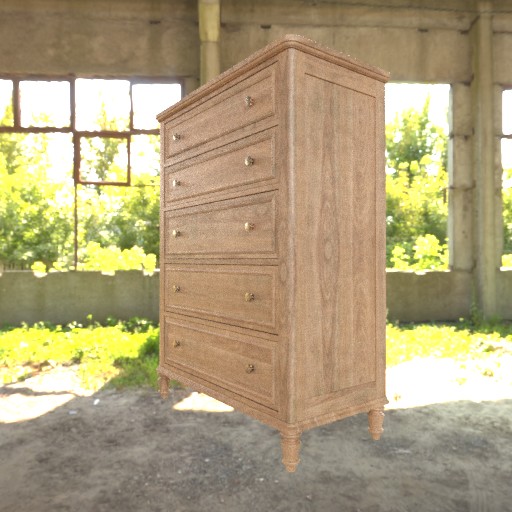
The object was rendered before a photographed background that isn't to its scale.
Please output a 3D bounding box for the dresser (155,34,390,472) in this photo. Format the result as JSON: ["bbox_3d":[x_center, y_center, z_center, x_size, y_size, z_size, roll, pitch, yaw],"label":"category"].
[{"bbox_3d":[0.000,0.000,1.838,0.484,1.318,0.973,0,-1,-37],"label":"dresser"}]
